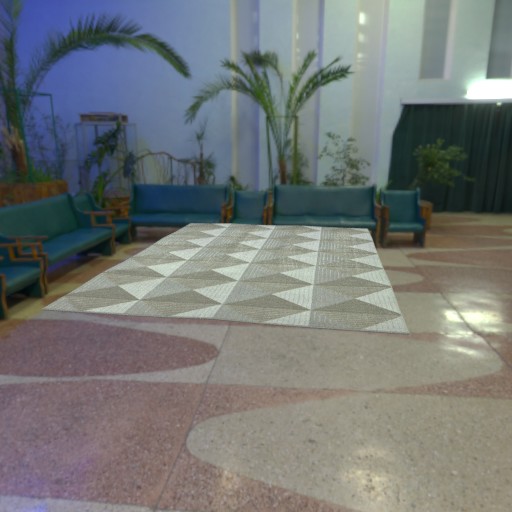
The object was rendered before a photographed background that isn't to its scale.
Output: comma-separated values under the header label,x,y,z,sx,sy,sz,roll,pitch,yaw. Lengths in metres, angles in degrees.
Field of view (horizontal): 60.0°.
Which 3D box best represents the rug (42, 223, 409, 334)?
label,x,y,z,sx,sy,sz,roll,pitch,yaw
rug,0.000,0.000,4.439,2.428,0.027,3.333,2,15,9
